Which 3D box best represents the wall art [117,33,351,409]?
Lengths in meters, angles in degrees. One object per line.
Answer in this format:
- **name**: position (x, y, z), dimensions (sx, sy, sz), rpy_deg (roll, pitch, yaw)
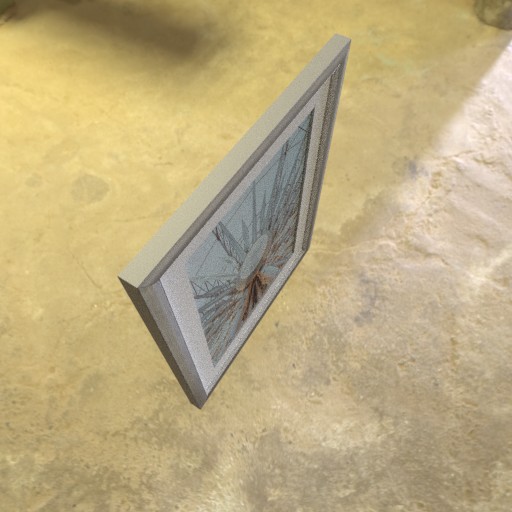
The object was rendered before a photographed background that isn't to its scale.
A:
- **wall art**: position (0.000, 0.000, 0.762), dimensions (0.029, 0.558, 0.458), rpy_deg (29, 64, 16)
